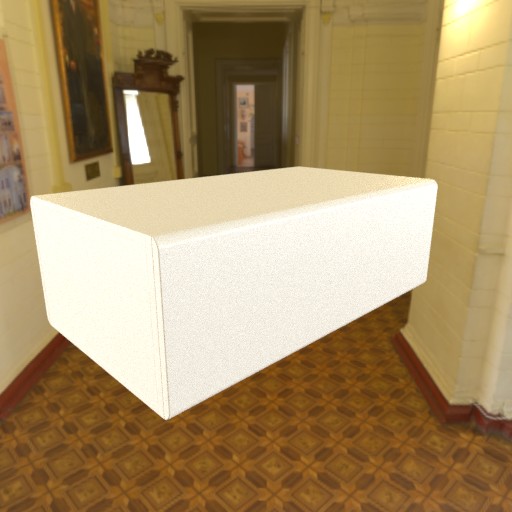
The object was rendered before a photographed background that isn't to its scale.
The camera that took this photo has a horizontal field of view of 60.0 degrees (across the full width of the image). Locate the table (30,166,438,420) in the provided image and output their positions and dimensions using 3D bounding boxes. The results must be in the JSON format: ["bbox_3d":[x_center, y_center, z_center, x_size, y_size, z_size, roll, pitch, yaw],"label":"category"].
[{"bbox_3d":[0.000,0.000,1.411,1.097,0.442,0.639,-16,23,-42],"label":"table"}]
